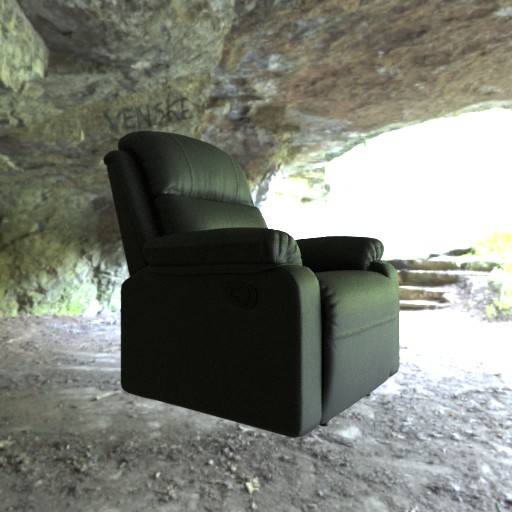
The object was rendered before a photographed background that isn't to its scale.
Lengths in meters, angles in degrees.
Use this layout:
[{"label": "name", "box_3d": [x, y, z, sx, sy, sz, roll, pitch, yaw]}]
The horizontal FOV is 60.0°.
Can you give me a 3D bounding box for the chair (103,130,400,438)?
[{"label": "chair", "box_3d": [0.000, 0.000, 1.658, 0.919, 0.992, 0.855, 0, 0, 35]}]
